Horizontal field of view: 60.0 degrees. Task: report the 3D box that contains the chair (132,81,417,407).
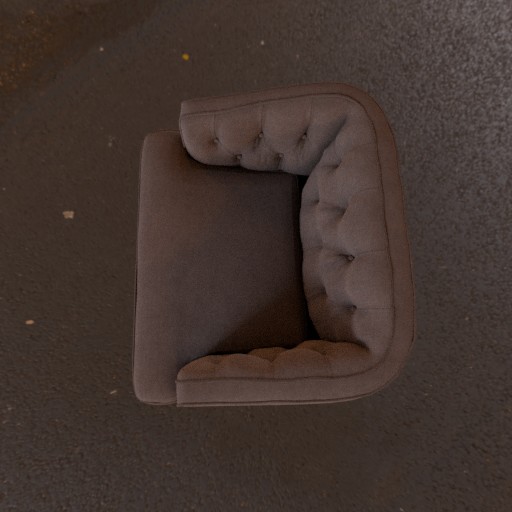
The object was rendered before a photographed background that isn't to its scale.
[{"bbox_3d":[0.000,0.000,1.752,0.941,0.852,1.104,-2,75,0],"label":"chair"}]
